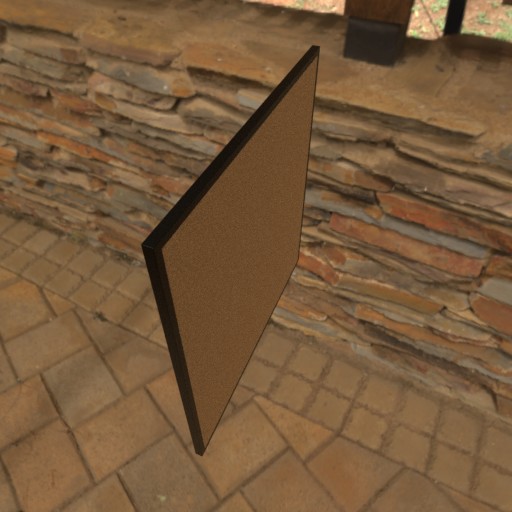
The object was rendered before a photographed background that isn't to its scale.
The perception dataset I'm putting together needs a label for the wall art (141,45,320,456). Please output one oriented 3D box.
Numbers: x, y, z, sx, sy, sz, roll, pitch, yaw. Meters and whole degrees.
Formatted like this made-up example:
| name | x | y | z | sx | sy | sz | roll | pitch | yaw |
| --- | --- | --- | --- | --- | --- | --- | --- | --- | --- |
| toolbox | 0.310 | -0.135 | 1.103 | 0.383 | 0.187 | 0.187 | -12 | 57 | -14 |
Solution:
| name | x | y | z | sx | sy | sz | roll | pitch | yaw |
| --- | --- | --- | --- | --- | --- | --- | --- | --- | --- |
| wall art | 0.000 | 0.000 | 0.672 | 0.012 | 0.458 | 0.457 | 17 | 48 | 16 |
